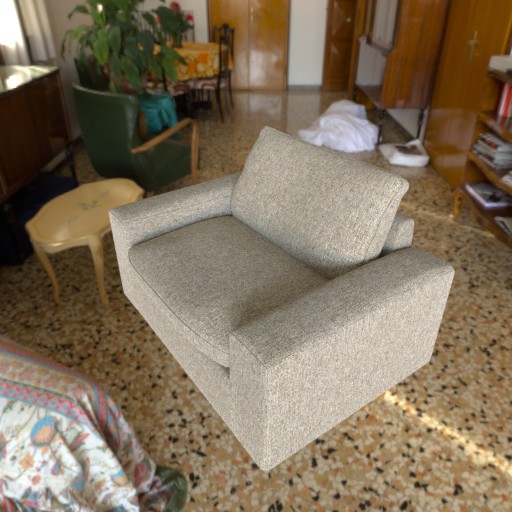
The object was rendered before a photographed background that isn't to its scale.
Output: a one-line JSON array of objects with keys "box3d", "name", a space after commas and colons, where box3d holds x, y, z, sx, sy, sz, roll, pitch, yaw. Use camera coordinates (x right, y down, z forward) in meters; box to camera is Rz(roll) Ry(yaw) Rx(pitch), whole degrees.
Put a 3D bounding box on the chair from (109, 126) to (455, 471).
[{"box3d": [0.000, 0.000, 2.108, 1.039, 0.915, 1.398, -20, 37, -30], "name": "chair"}]
